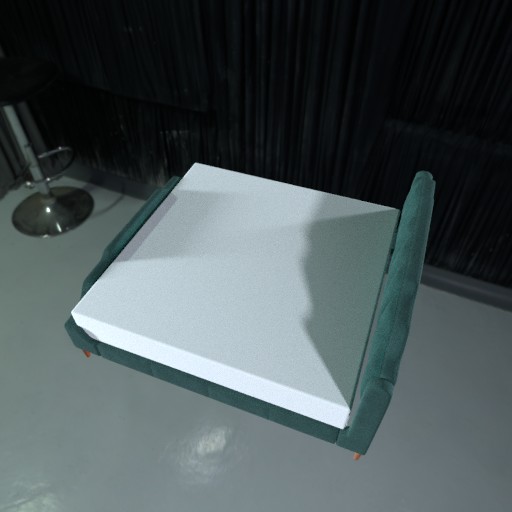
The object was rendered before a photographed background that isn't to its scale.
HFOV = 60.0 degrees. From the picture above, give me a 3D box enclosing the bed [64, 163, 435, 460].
[{"bbox_3d":[0.000,0.000,3.541,2.340,1.245,2.074,16,48,14],"label":"bed"}]
